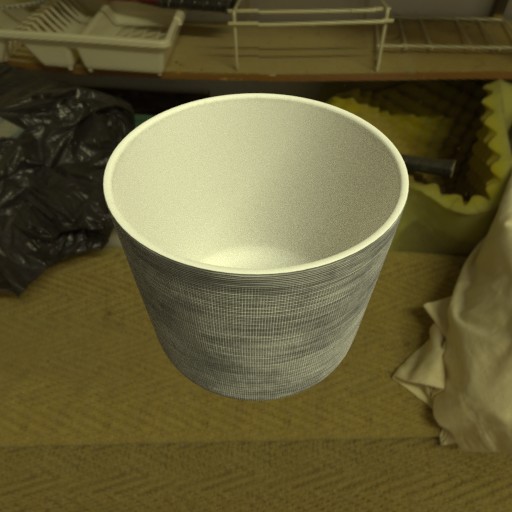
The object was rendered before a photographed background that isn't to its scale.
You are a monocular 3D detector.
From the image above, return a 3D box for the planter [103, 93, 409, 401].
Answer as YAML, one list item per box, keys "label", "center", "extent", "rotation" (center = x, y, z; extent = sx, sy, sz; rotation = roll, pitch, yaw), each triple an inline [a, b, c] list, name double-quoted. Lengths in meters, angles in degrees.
- label: "planter"
  center: [0.000, 0.000, 0.797]
  extent: [0.440, 0.398, 0.440]
  rotation: [0, 46, 0]
